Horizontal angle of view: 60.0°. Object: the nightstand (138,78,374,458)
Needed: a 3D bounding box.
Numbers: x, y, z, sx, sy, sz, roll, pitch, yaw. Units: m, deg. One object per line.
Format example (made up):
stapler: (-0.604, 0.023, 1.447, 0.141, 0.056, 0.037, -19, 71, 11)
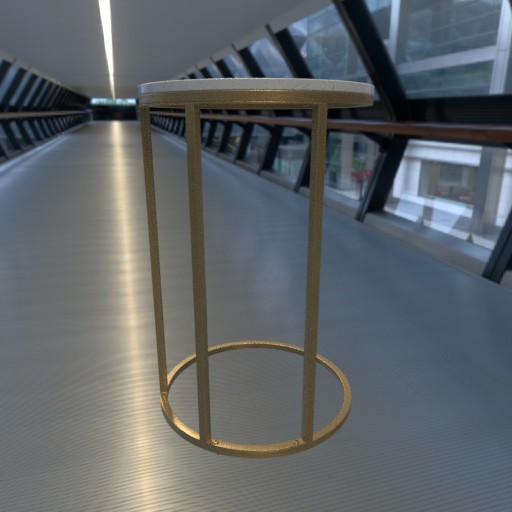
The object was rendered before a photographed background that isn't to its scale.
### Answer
nightstand: (0.000, 0.000, 0.862, 0.400, 0.610, 0.400, 9, 19, 26)
